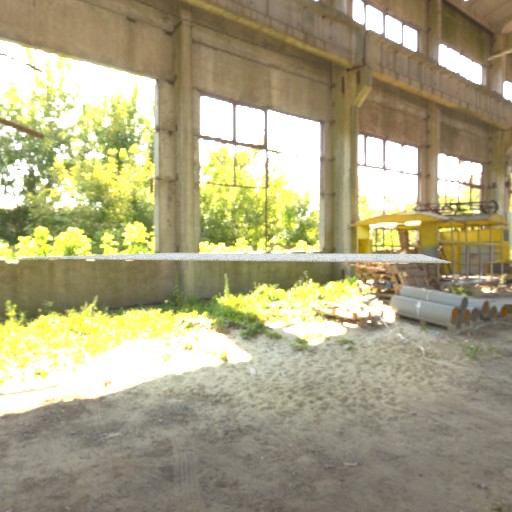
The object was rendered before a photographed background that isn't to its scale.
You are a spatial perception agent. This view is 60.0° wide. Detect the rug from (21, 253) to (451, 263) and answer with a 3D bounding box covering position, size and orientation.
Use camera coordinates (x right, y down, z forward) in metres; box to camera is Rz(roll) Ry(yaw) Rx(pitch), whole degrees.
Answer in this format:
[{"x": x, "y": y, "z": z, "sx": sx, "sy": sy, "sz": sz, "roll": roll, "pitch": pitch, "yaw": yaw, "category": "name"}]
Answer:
[{"x": 0.000, "y": 0.000, "z": 4.021, "sx": 2.980, "sy": 0.012, "sz": 2.363, "roll": 0, "pitch": 1, "yaw": 17, "category": "rug"}]
